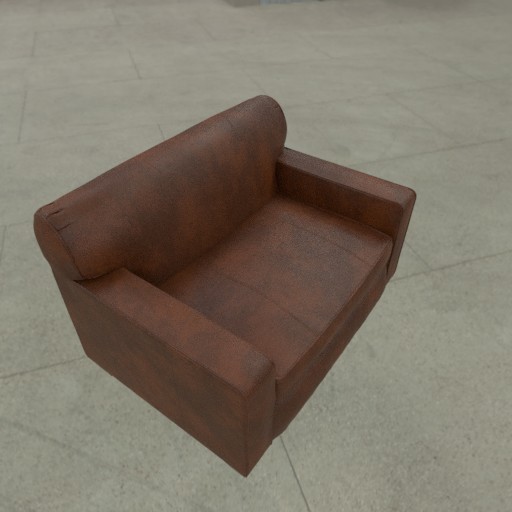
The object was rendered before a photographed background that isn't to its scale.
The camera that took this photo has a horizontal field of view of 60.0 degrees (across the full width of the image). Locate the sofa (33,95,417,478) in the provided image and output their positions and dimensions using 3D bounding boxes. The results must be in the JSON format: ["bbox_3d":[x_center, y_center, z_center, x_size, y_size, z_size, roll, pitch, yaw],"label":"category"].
[{"bbox_3d":[0.000,0.000,2.018,1.000,0.956,1.413,26,47,27],"label":"sofa"}]
